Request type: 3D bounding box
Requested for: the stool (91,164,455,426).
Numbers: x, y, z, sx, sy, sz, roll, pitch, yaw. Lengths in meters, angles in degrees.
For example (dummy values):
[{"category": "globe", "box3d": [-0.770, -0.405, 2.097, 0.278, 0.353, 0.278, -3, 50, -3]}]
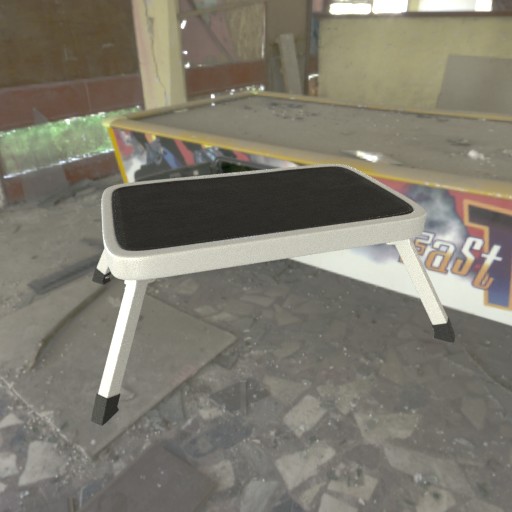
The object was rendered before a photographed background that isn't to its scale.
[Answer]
[{"category": "stool", "box3d": [0.000, 0.000, 0.614, 0.460, 0.170, 0.320, -9, 29, -16]}]
